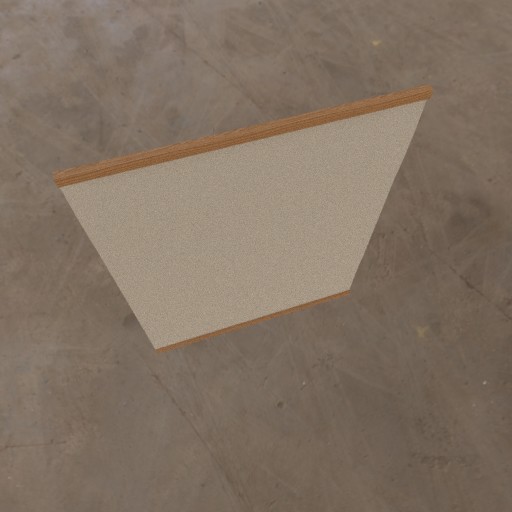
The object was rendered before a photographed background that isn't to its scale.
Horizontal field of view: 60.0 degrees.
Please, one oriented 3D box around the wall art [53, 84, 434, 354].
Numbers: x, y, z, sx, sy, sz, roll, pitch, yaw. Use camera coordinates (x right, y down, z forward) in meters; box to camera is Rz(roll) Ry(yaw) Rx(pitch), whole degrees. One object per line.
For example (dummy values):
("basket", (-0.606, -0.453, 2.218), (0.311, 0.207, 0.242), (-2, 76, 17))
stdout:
("wall art", (0.000, 0.000, 0.669), (0.404, 0.507, 0.010), (-16, 60, -9))
